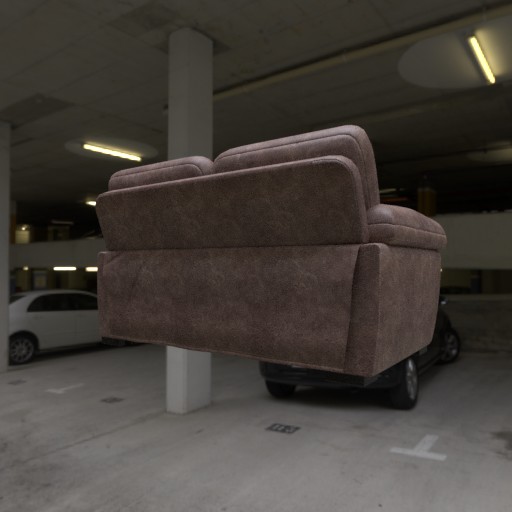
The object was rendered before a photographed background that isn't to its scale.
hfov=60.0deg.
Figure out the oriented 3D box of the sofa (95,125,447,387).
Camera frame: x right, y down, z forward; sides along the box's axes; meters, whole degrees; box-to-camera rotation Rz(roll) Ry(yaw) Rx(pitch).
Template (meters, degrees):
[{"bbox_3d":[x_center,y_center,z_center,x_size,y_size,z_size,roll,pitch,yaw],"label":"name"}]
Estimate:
[{"bbox_3d":[0.000,0.000,2.404,1.753,0.991,0.991,-1,-2,36],"label":"sofa"}]
